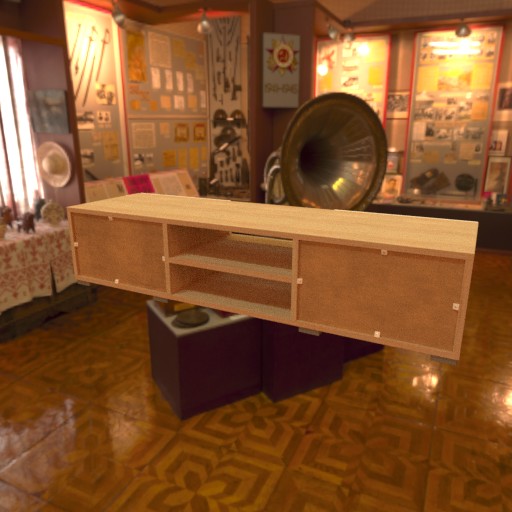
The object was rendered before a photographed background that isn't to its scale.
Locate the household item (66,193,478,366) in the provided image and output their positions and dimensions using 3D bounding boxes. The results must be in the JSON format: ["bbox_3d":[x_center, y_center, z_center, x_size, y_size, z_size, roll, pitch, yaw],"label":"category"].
[{"bbox_3d":[0.000,0.000,1.600,1.400,0.310,0.420,8,18,26],"label":"household item"}]
